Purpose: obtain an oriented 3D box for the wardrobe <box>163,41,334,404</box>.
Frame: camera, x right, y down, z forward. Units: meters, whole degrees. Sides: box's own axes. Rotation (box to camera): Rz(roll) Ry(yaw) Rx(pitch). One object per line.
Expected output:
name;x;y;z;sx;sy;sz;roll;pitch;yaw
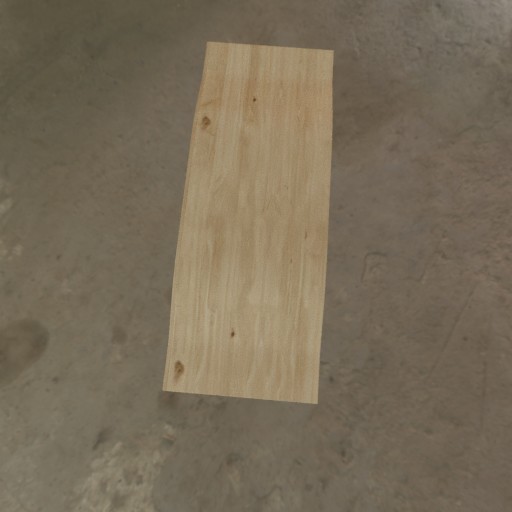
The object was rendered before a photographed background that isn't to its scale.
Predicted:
wardrobe;0.000;0.000;2.627;0.570;1.870;1.500;5;76;1
